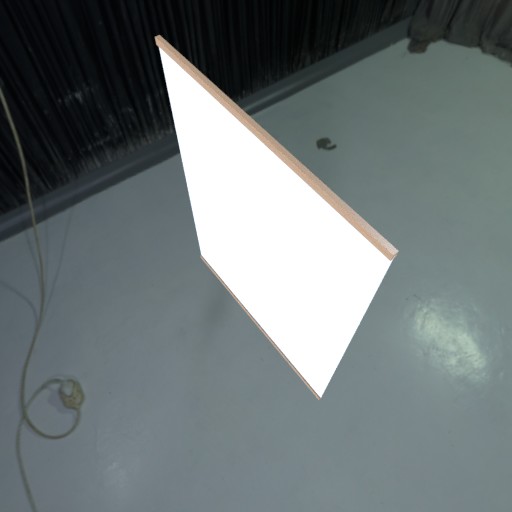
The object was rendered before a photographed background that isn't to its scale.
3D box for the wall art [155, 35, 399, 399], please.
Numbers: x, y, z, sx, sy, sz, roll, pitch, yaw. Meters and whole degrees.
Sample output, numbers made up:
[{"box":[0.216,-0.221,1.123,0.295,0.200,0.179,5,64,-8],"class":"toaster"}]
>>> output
[{"box":[0.000,0.000,1.326,0.013,1.016,0.758,-34,65,-18],"class":"wall art"}]
